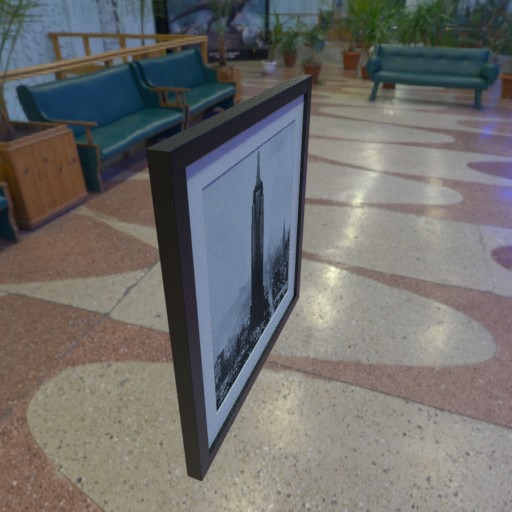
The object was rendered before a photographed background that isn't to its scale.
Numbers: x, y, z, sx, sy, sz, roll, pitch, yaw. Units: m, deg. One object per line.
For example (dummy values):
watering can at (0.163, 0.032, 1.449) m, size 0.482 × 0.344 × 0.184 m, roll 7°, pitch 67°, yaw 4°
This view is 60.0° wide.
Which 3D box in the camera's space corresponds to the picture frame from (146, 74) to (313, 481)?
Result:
picture frame at (0.000, 0.000, 0.824) m, size 0.029 × 0.557 × 0.559 m, roll 11°, pitch 32°, yaw 18°
